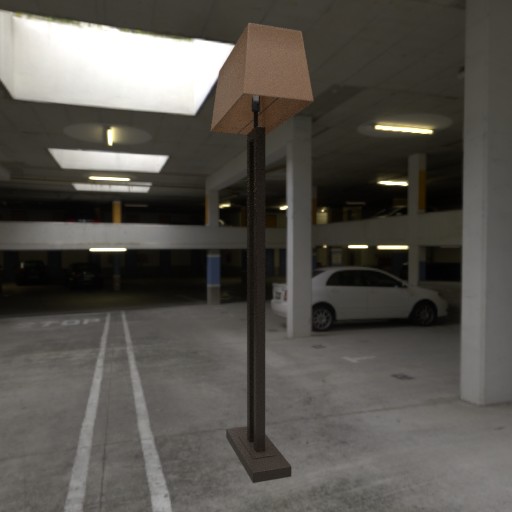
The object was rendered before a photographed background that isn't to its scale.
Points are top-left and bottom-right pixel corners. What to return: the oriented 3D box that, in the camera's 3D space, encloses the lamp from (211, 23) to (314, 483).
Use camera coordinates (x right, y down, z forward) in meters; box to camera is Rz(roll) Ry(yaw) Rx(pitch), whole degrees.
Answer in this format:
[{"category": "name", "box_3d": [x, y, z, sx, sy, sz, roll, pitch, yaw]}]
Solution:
[{"category": "lamp", "box_3d": [0.000, 0.000, 1.614, 0.233, 1.469, 0.475, 0, 2, -18]}]
